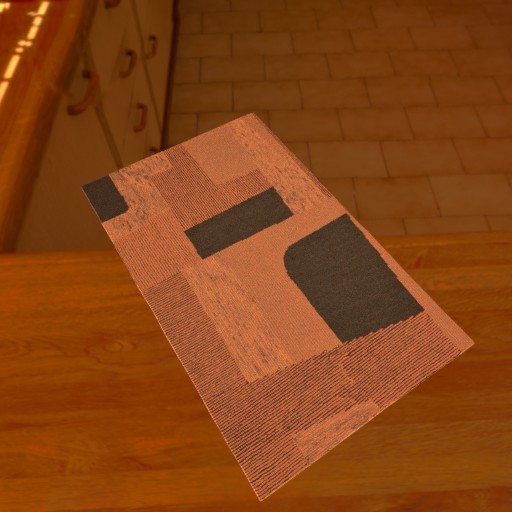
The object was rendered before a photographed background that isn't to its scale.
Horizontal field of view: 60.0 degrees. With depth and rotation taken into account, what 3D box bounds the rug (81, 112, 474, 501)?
[{"bbox_3d":[0.000,0.000,2.955,1.521,0.015,2.436,-29,62,-17],"label":"rug"}]
